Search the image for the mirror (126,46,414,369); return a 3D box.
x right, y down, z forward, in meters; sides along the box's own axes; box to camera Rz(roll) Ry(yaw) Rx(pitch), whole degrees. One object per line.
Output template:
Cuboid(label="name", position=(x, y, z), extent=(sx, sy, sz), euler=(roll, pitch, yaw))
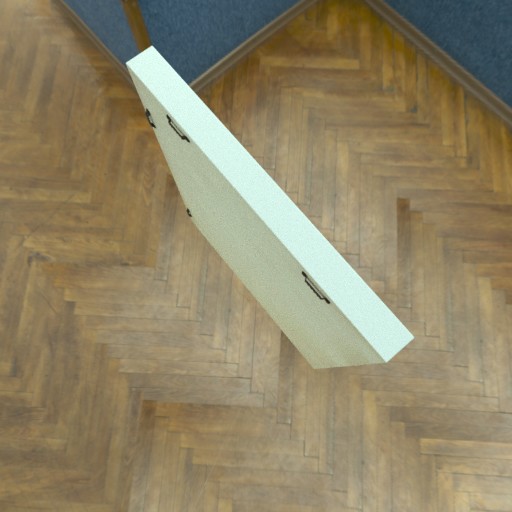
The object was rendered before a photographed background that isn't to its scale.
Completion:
Cuboid(label="mirror", position=(0.000, 0.000, 0.684), extent=(0.041, 0.509, 0.406), euler=(-38, 78, -9))
